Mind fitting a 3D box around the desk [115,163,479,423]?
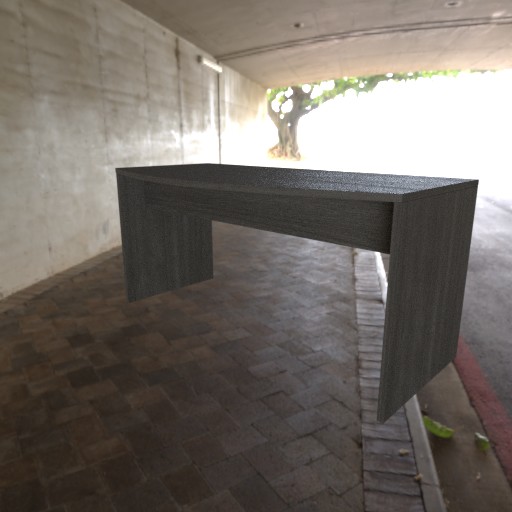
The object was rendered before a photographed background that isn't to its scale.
[{"bbox_3d":[0.000,0.000,2.049,1.600,0.750,0.802,14,20,42],"label":"desk"}]
